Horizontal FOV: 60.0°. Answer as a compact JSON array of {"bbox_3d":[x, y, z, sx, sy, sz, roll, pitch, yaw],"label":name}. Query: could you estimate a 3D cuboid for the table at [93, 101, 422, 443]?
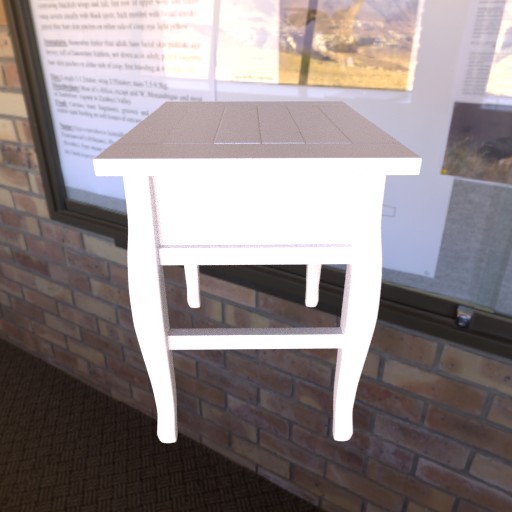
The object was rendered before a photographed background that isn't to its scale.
[{"bbox_3d":[0.000,0.000,1.019,0.463,0.605,0.599,0,26,-1],"label":"table"}]
